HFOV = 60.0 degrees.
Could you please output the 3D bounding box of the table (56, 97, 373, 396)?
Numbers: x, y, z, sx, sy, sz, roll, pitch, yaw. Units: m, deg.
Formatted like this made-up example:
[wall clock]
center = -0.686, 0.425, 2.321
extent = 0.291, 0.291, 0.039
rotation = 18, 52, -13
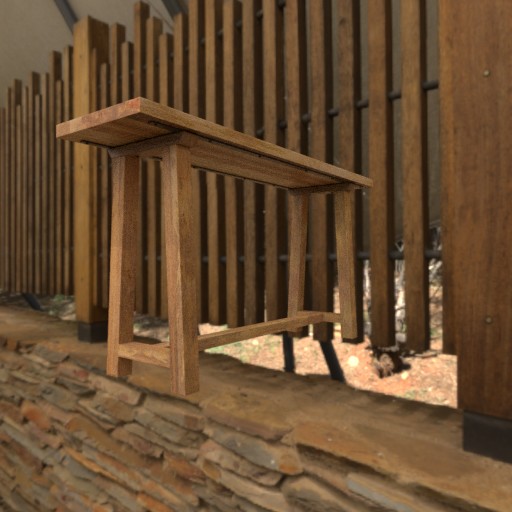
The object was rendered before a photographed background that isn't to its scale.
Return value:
[table]
center = 0.000, 0.000, 1.862
extent = 0.405, 0.810, 1.524
rotation = 0, 0, 37
